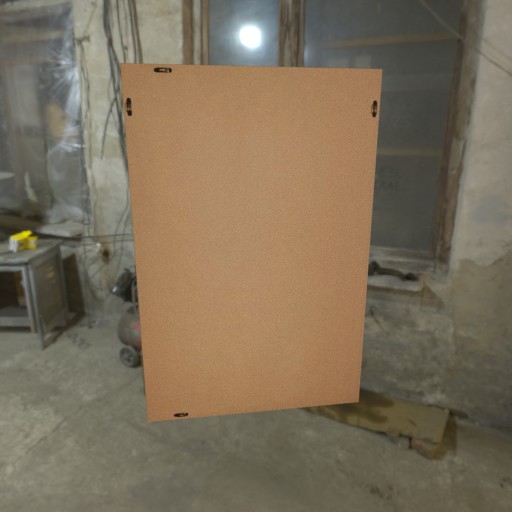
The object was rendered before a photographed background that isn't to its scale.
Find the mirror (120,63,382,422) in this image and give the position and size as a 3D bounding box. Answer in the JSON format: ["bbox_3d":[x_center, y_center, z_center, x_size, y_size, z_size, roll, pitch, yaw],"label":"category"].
[{"bbox_3d":[0.000,0.000,1.157,0.609,0.915,0.041,-2,16,-9],"label":"mirror"}]
